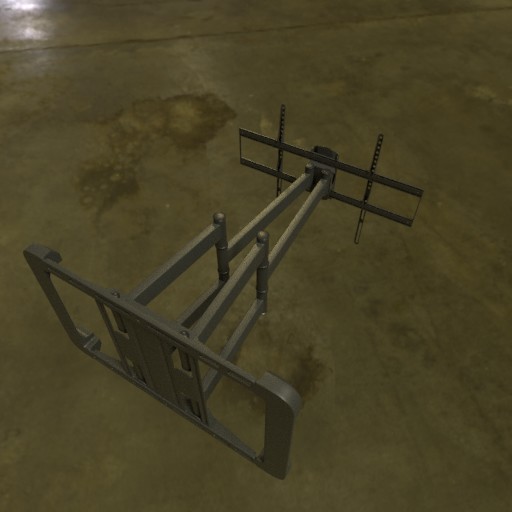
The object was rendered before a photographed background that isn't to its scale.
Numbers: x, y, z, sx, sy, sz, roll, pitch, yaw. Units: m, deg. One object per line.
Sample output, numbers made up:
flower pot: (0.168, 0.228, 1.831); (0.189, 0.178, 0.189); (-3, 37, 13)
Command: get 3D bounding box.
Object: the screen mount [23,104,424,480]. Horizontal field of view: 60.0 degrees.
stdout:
screen mount: (0.000, 0.000, 1.323); (0.725, 0.483, 0.905); (24, 52, 21)
